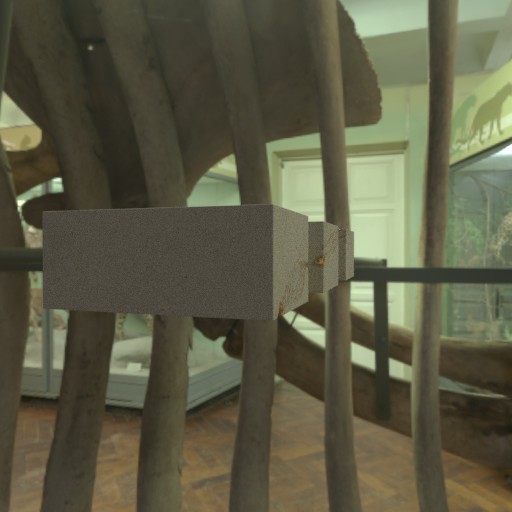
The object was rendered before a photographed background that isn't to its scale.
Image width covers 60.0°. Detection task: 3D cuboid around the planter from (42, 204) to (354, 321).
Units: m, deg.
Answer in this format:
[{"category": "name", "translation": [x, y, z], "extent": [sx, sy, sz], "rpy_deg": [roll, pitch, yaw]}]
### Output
[{"category": "planter", "translation": [0.000, 0.000, 0.372], "extent": [0.127, 0.051, 0.333], "rpy_deg": [0, 1, 18]}]
